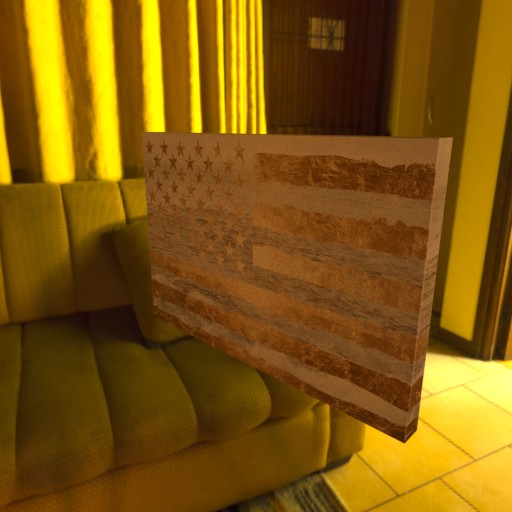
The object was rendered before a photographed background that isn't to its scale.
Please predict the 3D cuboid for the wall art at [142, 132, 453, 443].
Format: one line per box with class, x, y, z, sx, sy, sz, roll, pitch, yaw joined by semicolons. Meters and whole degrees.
wall art;0.000;0.000;0.767;0.606;0.407;0.041;15;22;42
